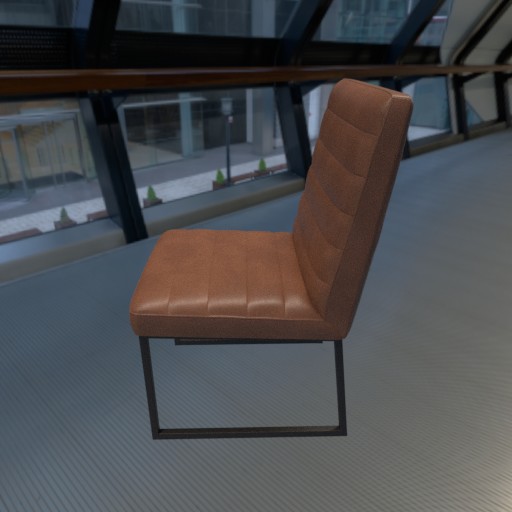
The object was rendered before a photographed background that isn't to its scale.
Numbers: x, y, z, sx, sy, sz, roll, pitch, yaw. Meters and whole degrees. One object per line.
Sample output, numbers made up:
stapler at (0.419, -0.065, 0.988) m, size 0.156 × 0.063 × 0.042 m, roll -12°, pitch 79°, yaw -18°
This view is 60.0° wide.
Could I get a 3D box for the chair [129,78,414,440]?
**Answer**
chair at (0.000, 0.000, 1.277) m, size 0.634 × 0.930 × 0.520 m, roll -1°, pitch 25°, yaw -1°
